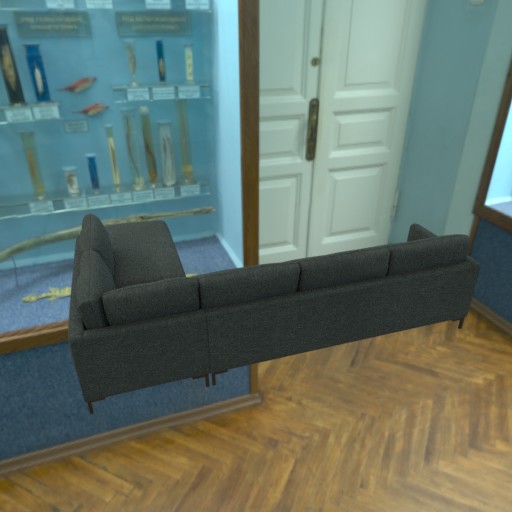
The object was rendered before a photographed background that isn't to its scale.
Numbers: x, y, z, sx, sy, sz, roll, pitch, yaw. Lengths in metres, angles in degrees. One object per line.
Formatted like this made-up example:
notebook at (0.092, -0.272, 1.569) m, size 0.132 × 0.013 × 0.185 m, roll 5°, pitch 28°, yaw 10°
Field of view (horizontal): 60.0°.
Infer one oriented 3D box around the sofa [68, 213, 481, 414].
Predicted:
sofa at (0.000, 0.000, 3.837) m, size 2.949 × 0.815 × 2.007 m, roll -9°, pitch 30°, yaw -16°
